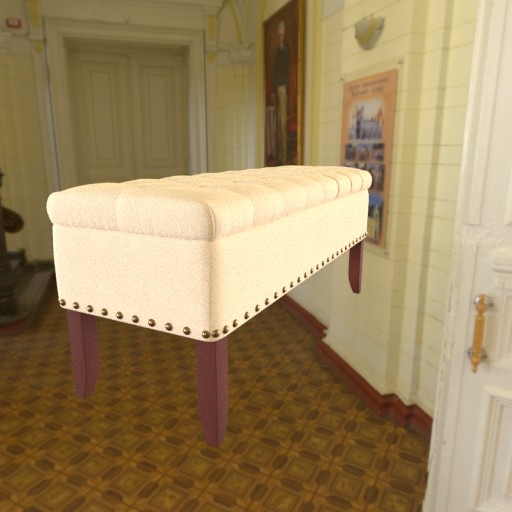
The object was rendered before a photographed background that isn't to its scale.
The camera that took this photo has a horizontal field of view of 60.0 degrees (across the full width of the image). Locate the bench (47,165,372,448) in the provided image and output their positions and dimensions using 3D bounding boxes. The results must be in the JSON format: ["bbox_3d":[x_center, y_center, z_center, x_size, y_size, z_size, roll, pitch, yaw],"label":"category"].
[{"bbox_3d":[0.000,0.000,1.268,0.400,0.470,1.054,7,16,27],"label":"bench"}]
